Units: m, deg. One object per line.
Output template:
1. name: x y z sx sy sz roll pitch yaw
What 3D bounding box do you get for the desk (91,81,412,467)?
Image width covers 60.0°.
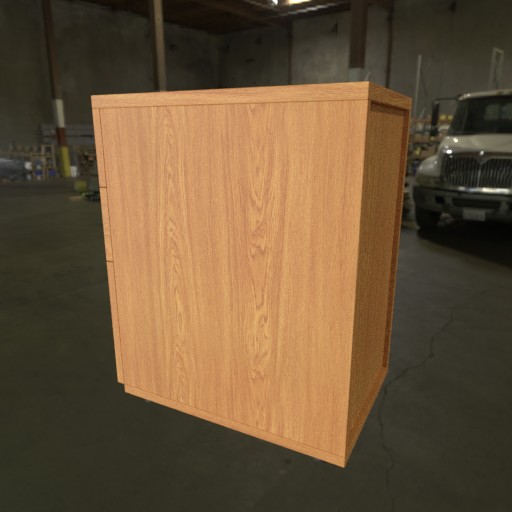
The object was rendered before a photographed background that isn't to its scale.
1. desk: 0.000 0.000 1.079 0.600 0.730 0.404 8 17 26
